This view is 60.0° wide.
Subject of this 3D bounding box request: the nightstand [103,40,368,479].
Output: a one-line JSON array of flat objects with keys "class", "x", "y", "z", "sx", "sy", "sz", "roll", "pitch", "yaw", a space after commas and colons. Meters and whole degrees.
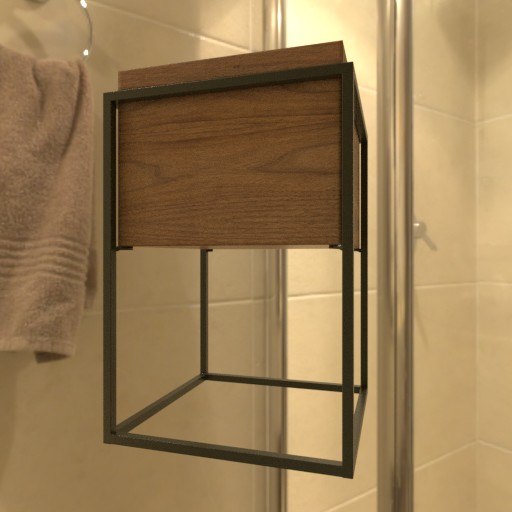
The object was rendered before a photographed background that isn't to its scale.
[{"class": "nightstand", "x": 0.000, "y": 0.000, "z": 0.849, "sx": 0.397, "sy": 0.607, "sz": 0.397, "roll": 0, "pitch": 0, "yaw": 17}]
